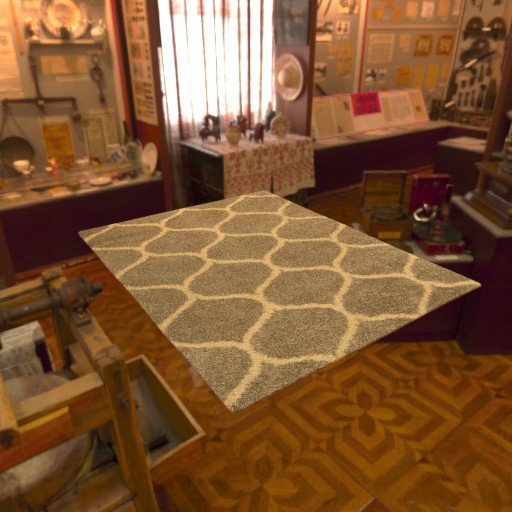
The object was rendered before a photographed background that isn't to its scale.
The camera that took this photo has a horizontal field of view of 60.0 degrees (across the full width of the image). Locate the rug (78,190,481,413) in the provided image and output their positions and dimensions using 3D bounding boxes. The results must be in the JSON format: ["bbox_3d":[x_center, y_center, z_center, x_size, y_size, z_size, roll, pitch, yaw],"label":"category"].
[{"bbox_3d":[0.000,0.000,4.087,2.399,0.026,3.000,-17,31,-31],"label":"rug"}]
